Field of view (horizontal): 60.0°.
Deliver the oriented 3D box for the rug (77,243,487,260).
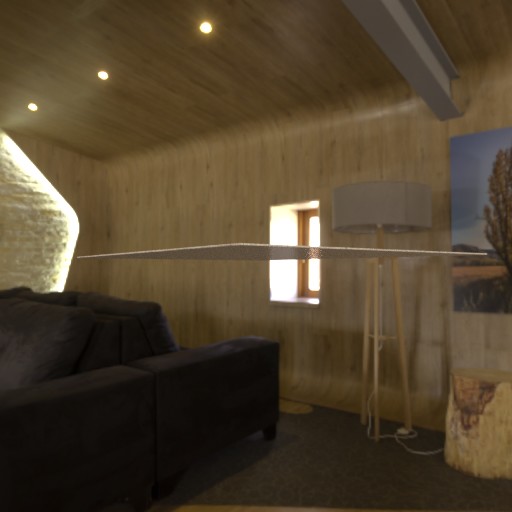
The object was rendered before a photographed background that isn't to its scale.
[{"bbox_3d":[0.000,0.000,4.134,2.451,0.011,3.072,1,-2,-36],"label":"rug"}]
